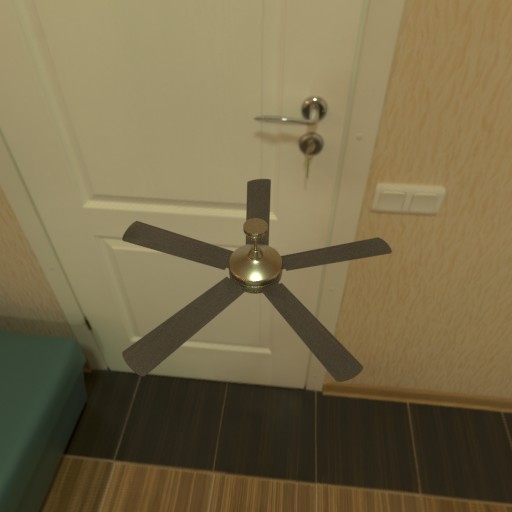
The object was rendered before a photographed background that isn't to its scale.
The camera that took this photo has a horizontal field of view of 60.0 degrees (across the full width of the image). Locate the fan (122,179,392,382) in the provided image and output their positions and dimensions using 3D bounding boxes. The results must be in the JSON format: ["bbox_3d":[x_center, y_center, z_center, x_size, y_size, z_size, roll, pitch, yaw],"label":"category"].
[{"bbox_3d":[0.000,0.000,1.996,1.321,0.356,1.321,-17,47,-16],"label":"fan"}]
